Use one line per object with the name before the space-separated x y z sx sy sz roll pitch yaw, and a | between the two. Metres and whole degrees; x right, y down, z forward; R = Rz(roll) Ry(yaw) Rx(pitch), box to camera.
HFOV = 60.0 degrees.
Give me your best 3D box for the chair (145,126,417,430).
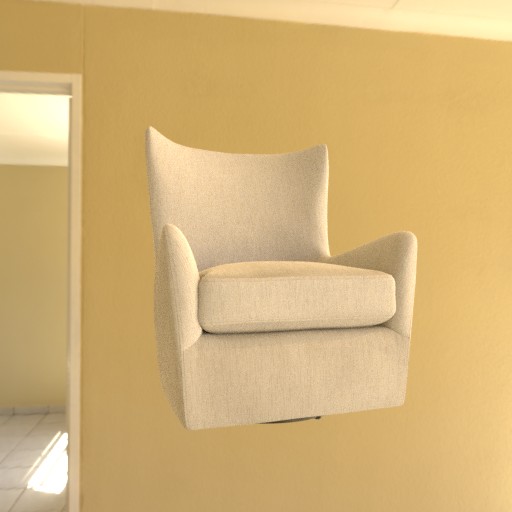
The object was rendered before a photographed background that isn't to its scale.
chair | 0.000 0.000 1.641 0.779 1.000 0.904 0 -1 -18
